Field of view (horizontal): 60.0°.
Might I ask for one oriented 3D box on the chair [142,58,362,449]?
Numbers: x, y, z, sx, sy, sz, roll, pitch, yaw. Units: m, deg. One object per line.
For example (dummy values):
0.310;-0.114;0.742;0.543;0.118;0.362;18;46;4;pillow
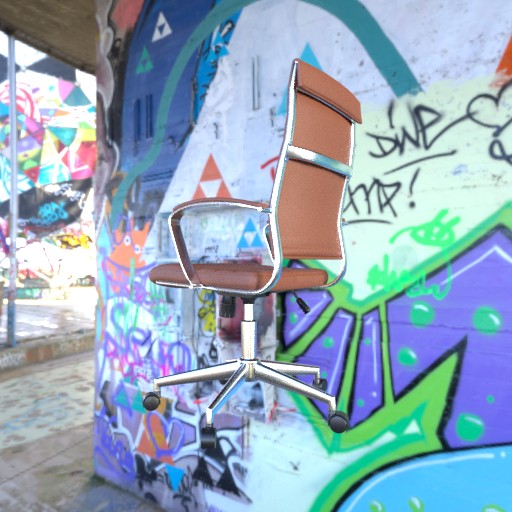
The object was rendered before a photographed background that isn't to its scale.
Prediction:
0.000;0.000;1.647;0.739;1.149;0.766;-1;-1;37;chair
